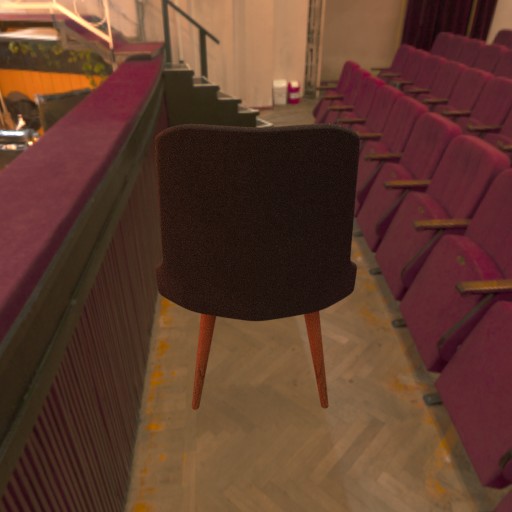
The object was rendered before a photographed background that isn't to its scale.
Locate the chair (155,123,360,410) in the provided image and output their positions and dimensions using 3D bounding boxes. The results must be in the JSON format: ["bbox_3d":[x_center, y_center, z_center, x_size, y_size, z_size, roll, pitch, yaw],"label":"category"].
[{"bbox_3d":[0.000,0.000,1.168,0.504,0.820,0.567,0,31,-1],"label":"chair"}]
